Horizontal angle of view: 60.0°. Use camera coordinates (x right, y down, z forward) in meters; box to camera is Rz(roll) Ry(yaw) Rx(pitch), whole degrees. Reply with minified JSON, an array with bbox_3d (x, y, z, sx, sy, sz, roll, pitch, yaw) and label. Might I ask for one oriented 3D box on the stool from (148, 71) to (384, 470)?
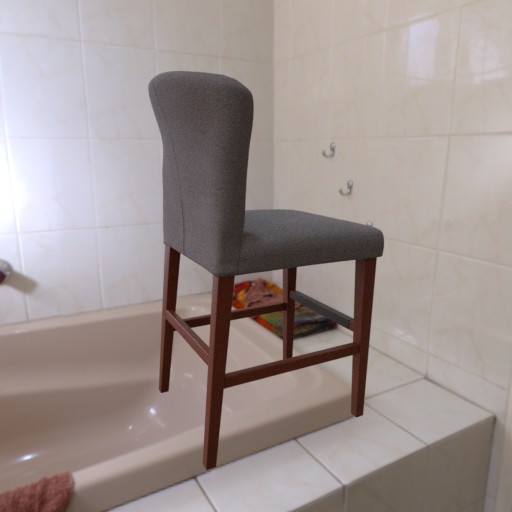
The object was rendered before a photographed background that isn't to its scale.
[{"bbox_3d":[0.000,0.000,1.314,0.568,0.968,0.481,-7,15,-27],"label":"stool"}]
